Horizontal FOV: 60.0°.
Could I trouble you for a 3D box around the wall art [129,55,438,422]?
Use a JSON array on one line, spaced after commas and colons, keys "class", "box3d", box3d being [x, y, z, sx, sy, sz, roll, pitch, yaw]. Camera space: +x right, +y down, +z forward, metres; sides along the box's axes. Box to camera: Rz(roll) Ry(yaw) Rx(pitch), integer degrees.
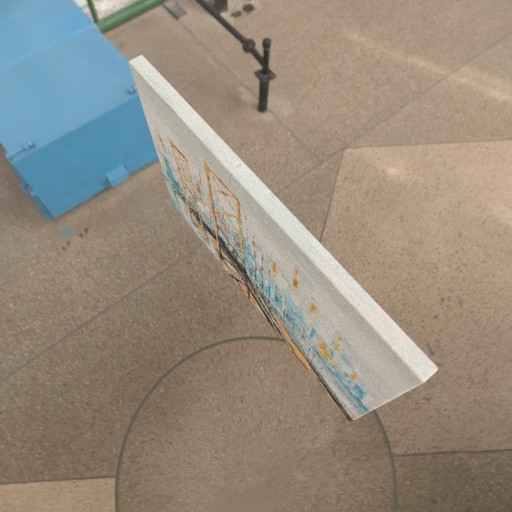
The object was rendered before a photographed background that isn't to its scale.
[{"class": "wall art", "box3d": [0.000, 0.000, 1.137, 0.038, 0.609, 0.913, -35, 69, -16]}]
